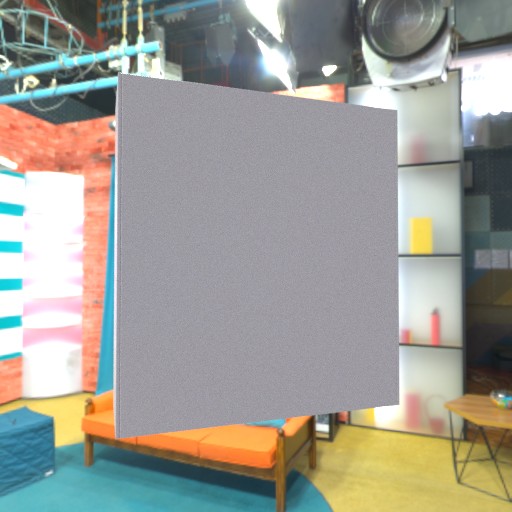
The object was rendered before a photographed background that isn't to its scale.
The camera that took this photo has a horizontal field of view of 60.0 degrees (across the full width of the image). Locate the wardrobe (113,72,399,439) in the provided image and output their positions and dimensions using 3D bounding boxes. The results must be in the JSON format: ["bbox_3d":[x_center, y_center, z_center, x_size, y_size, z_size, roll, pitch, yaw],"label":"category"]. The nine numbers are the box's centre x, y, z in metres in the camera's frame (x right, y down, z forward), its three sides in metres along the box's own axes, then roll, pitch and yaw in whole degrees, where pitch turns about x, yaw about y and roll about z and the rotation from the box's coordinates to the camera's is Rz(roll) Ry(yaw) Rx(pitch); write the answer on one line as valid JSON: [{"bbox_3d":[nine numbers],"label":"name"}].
[{"bbox_3d":[0.000,0.000,2.944,1.780,1.960,0.629,0,-1,-19],"label":"wardrobe"}]
